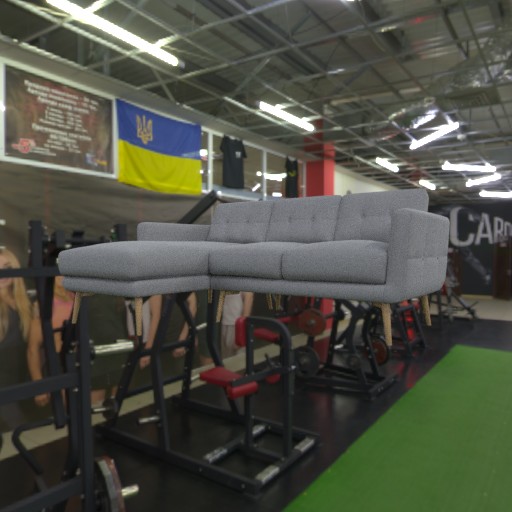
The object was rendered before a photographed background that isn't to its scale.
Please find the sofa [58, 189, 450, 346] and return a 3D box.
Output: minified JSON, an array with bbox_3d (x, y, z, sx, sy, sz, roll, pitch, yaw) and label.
[{"bbox_3d":[0.000,0.000,2.814,2.040,0.860,1.530,1,2,37],"label":"sofa"}]
